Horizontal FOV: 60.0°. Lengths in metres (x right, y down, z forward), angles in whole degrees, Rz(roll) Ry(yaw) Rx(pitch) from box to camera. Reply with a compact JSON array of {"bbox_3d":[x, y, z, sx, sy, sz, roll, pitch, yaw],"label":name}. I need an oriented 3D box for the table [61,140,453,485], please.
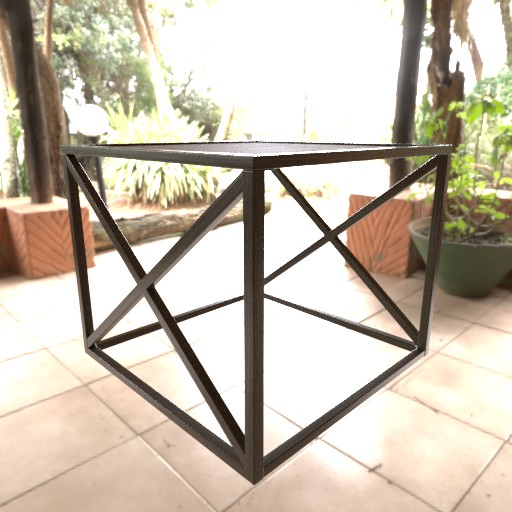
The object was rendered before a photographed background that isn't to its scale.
[{"bbox_3d":[0.000,0.000,1.043,0.609,0.507,0.611,-15,22,-42],"label":"table"}]
